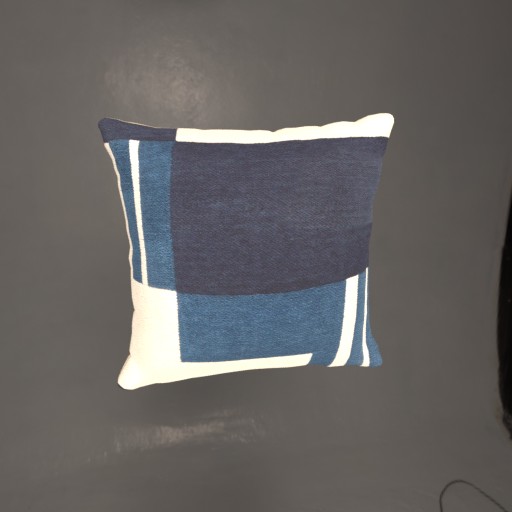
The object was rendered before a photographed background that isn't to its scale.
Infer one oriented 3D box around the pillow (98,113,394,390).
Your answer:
[{"bbox_3d":[0.000,0.000,0.823,0.536,0.506,0.229,-3,17,-9],"label":"pillow"}]
